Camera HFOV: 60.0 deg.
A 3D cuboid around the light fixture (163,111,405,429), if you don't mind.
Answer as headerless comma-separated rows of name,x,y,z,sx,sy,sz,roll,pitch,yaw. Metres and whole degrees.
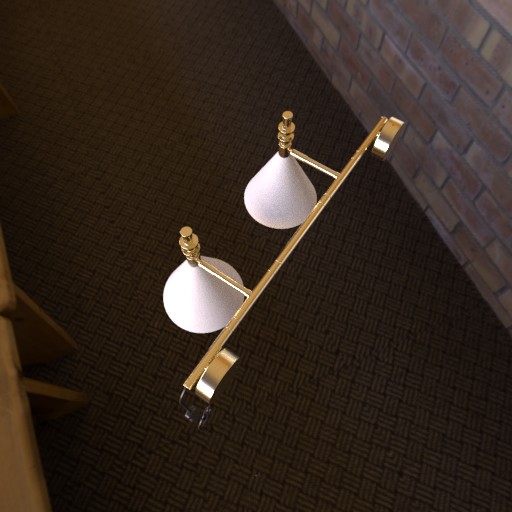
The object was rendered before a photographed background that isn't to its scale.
light fixture,0.000,0.000,0.887,0.239,0.468,0.642,32,68,15
